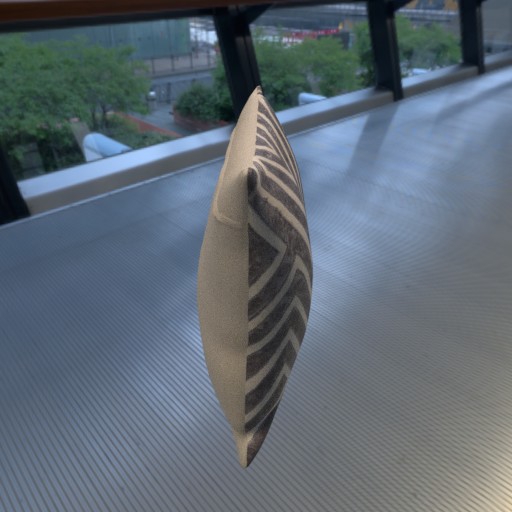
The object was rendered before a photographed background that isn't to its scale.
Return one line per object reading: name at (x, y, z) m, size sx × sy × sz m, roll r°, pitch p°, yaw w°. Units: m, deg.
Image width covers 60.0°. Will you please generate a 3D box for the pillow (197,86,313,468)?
pillow at (0.000, 0.000, 0.697) m, size 0.182 × 0.441 × 0.440 m, roll 1°, pitch 32°, yaw 2°
